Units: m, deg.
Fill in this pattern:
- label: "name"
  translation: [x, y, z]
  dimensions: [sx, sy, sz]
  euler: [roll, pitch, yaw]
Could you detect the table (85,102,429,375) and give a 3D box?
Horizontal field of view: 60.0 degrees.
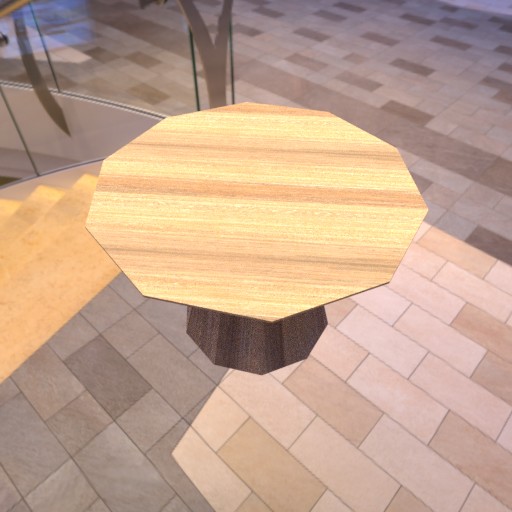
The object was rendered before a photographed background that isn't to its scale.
- label: "table"
  translation: [0.000, 0.000, 1.850]
  dimensions: [1.186, 0.752, 1.186]
  euler: [0, 47, 0]
